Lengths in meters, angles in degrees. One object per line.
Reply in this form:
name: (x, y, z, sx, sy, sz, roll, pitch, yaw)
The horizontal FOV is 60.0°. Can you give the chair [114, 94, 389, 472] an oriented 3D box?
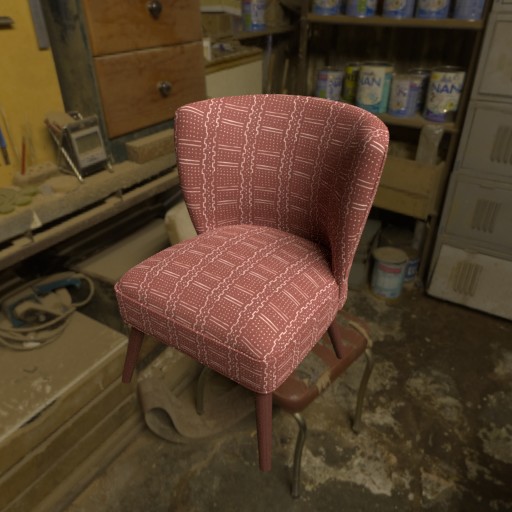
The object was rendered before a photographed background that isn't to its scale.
chair: (0.000, 0.000, 1.432, 0.706, 0.866, 0.758, 20, 36, 29)
